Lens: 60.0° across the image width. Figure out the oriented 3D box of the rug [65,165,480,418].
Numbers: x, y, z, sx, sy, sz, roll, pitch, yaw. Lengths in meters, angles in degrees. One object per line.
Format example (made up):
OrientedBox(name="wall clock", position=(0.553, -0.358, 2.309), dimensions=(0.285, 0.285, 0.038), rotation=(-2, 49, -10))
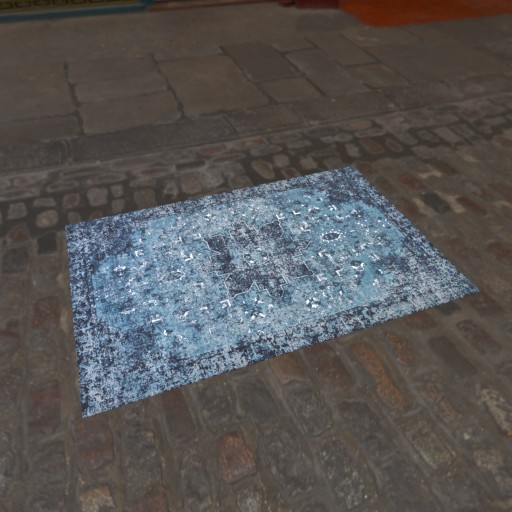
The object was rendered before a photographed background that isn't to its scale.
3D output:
OrientedBox(name="rug", position=(0.000, 0.000, 2.297), dimensions=(1.828, 0.005, 1.219), rotation=(-14, 44, -15))
